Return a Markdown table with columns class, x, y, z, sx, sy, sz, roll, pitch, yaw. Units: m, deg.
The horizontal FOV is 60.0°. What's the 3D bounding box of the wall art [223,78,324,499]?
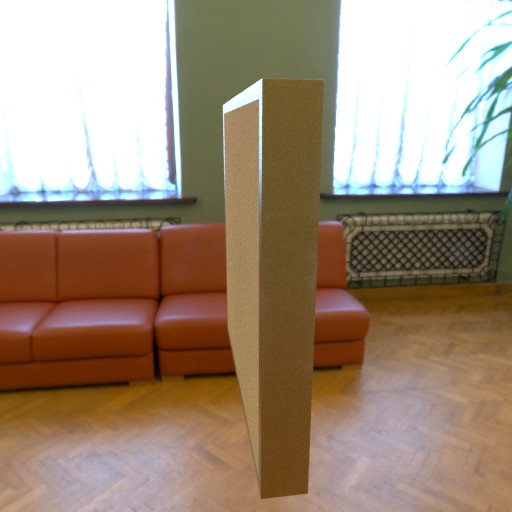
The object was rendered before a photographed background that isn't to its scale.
| class | x | y | z | sx | sy | sz | roll | pitch | yaw |
| --- | --- | --- | --- | --- | --- | --- | --- | --- | --- |
| wall art | 0.000 | 0.000 | 0.450 | 0.038 | 0.305 | 0.306 | -2 | 16 | -8 |
